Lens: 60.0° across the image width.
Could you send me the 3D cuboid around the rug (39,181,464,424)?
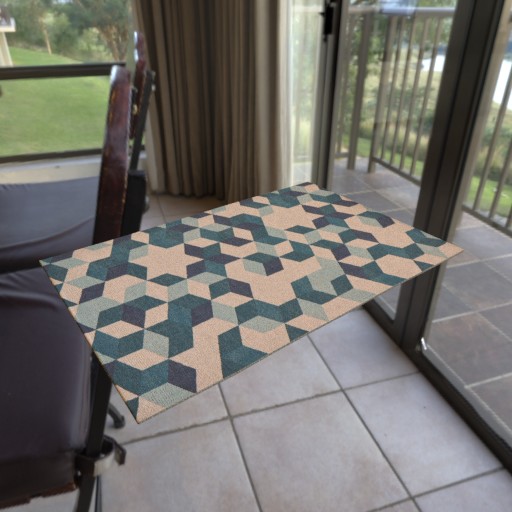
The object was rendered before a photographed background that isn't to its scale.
[{"bbox_3d":[0.000,0.000,2.287,1.829,0.014,1.235,-21,37,-31],"label":"rug"}]
